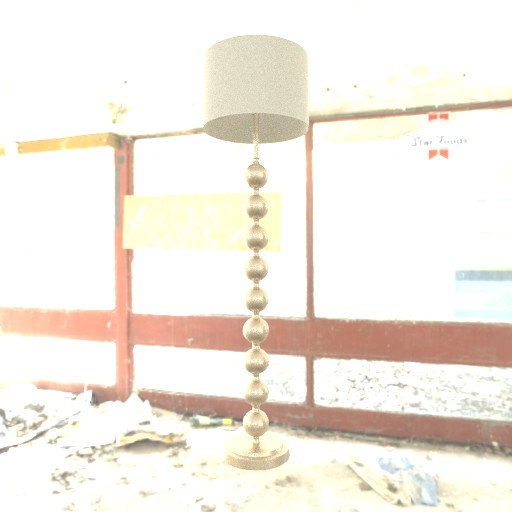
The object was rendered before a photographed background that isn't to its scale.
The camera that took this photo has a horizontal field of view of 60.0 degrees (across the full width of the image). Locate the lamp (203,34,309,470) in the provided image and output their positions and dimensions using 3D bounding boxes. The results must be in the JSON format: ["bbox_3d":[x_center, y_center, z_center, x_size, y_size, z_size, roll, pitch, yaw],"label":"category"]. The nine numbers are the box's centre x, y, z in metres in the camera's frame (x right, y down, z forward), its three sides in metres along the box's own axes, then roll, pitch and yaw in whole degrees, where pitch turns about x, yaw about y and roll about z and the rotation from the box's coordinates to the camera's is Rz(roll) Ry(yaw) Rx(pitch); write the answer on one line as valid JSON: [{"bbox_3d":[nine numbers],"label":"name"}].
[{"bbox_3d":[0.000,0.000,1.653,0.394,1.474,0.394,0,-1,37],"label":"lamp"}]
